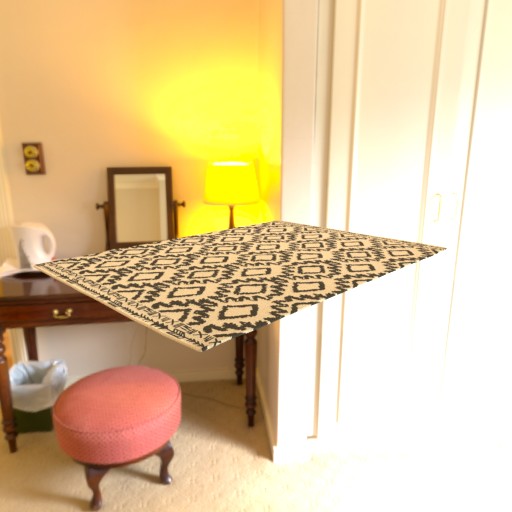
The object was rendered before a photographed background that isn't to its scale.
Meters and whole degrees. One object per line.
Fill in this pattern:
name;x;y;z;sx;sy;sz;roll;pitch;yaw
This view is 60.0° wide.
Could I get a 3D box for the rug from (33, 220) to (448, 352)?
rug;0.000;0.000;4.358;2.444;0.036;3.369;14;20;43
